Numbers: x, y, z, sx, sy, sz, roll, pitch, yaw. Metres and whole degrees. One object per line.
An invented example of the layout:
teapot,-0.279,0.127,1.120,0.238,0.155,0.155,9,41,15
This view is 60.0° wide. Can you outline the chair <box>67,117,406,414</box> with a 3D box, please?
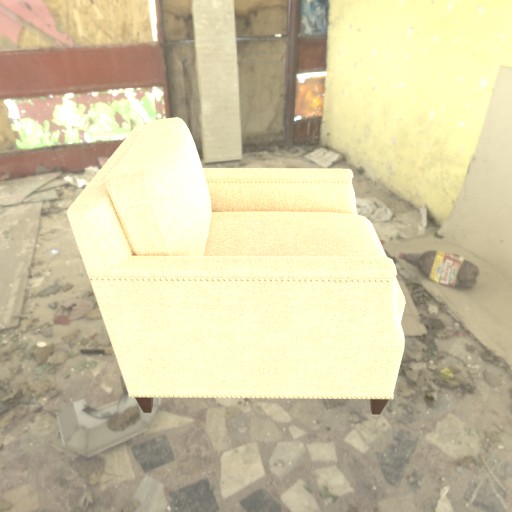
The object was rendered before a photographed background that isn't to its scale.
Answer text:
chair,0.000,0.000,1.782,1.041,0.940,0.838,0,33,0
